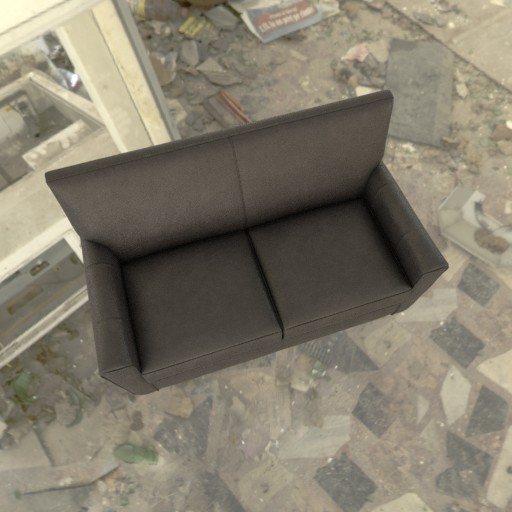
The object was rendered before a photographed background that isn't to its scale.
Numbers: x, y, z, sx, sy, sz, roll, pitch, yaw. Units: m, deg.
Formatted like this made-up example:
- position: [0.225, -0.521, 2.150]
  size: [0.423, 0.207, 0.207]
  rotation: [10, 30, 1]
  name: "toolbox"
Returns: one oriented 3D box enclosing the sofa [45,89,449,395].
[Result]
- position: [0.000, 0.000, 2.029]
  size: [1.473, 0.871, 0.787]
  rotation: [-16, 63, -8]
  name: "sofa"
